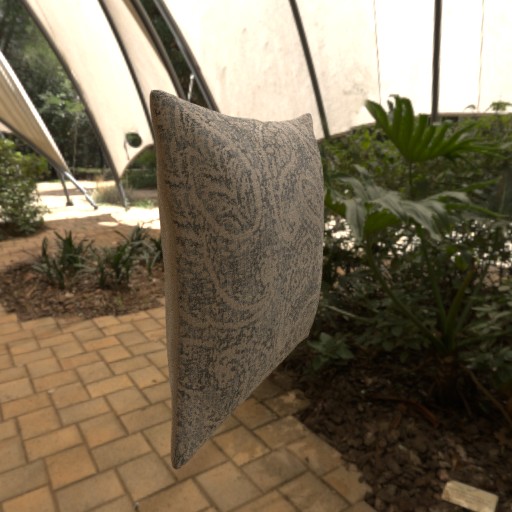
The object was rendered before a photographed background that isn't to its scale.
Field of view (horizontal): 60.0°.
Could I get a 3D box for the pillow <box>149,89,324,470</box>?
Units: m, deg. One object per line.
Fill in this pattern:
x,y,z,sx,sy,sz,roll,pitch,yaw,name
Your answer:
0.000,0.000,0.785,0.166,0.510,0.523,7,16,26,pillow
